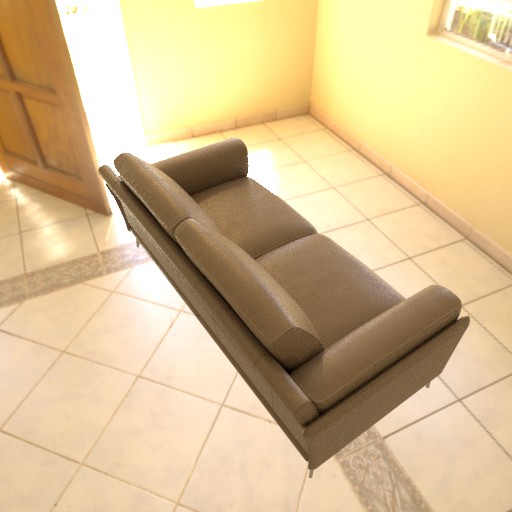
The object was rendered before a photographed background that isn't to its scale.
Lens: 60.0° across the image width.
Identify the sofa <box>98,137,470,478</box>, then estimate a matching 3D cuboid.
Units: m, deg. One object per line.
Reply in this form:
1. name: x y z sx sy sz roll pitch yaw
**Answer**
1. sofa: 0.000 0.000 2.571 1.049 0.930 2.101 -25 48 -25
